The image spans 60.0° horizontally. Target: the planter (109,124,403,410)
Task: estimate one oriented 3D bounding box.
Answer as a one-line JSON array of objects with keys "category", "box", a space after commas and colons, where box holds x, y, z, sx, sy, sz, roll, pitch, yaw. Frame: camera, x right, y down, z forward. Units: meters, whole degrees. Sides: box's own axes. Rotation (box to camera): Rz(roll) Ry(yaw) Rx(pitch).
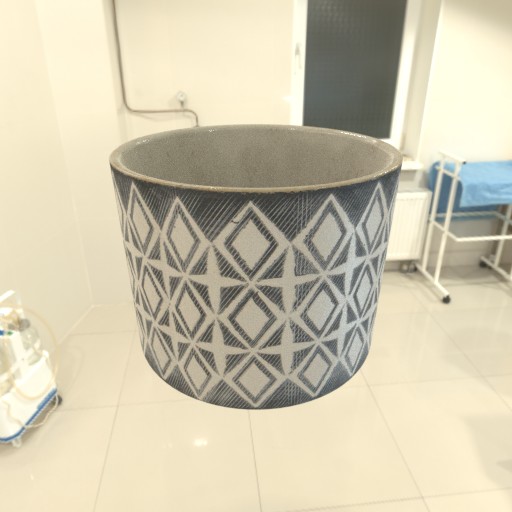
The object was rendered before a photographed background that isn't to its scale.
[{"category": "planter", "box": [0.000, 0.000, 0.338, 0.192, 0.165, 0.192, 0, 26, 0]}]
